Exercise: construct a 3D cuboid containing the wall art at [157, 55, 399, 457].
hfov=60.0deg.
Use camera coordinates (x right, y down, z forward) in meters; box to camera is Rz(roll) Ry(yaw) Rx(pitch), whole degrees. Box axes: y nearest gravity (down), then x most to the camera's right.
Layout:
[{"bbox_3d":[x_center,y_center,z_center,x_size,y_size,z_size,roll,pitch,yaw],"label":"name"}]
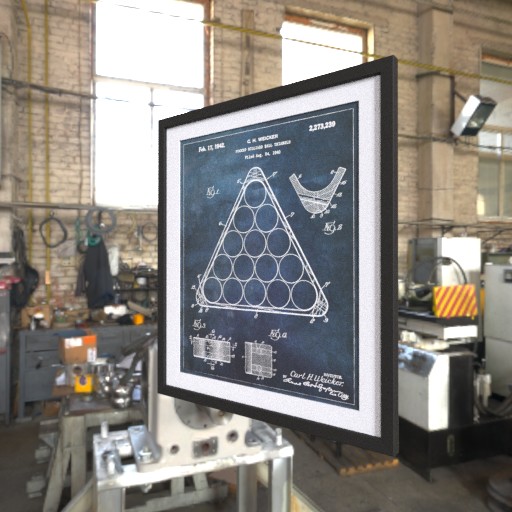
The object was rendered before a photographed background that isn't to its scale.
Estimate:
[{"bbox_3d":[0.000,0.000,1.185,0.755,0.863,0.028,0,0,37],"label":"wall art"}]
